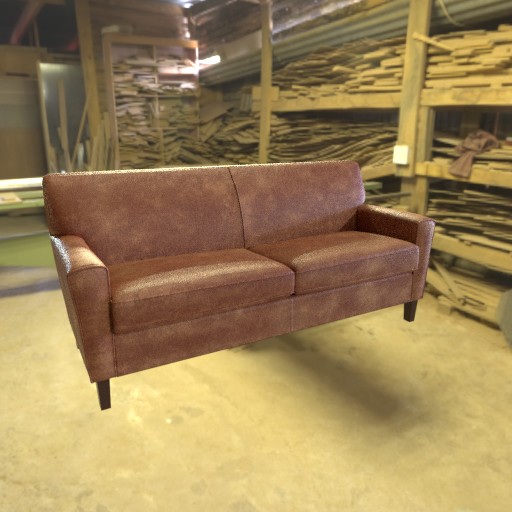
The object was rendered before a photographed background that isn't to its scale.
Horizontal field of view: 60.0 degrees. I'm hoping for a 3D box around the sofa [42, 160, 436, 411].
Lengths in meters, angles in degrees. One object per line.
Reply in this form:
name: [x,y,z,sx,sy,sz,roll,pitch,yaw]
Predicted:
sofa: [0.000,0.000,2.503,2.053,0.947,0.805,-9,18,-28]
